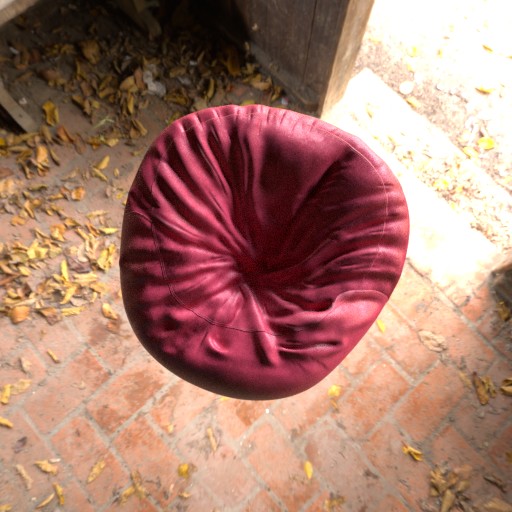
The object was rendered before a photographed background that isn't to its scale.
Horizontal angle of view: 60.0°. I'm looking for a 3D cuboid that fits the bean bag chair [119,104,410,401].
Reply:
[{"bbox_3d":[0.000,0.000,2.456,1.524,0.878,1.524,18,77,4],"label":"bean bag chair"}]
